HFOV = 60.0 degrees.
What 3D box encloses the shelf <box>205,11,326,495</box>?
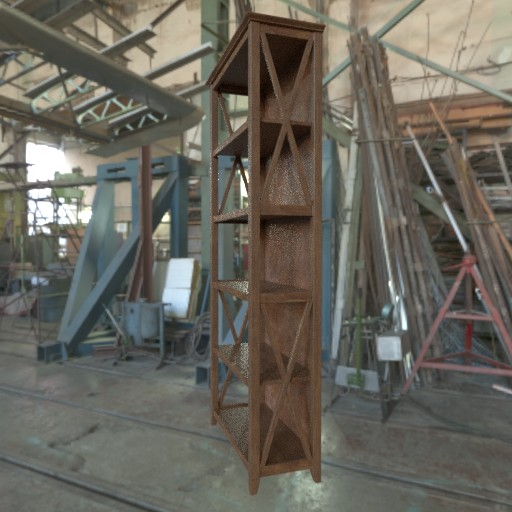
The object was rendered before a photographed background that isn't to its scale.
[{"bbox_3d":[0.000,0.000,2.160,0.335,1.905,0.805,0,1,-18],"label":"shelf"}]
